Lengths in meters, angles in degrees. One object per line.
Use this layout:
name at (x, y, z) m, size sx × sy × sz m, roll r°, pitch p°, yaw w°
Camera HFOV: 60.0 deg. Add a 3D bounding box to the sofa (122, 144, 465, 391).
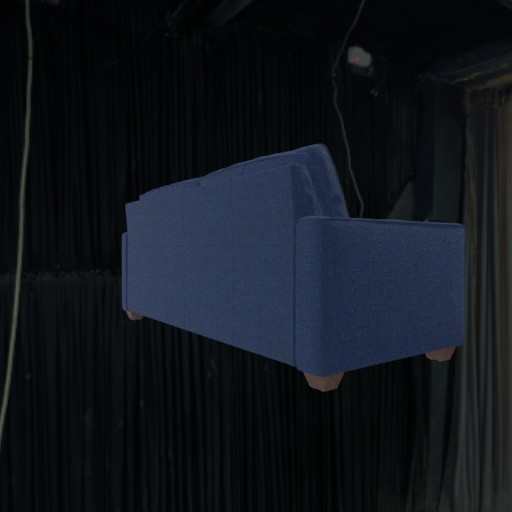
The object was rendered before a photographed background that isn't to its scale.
sofa at (0.000, 0.000, 2.585) m, size 0.940 × 0.919 × 2.080 m, roll -1°, pitch 1°, yaw -35°
